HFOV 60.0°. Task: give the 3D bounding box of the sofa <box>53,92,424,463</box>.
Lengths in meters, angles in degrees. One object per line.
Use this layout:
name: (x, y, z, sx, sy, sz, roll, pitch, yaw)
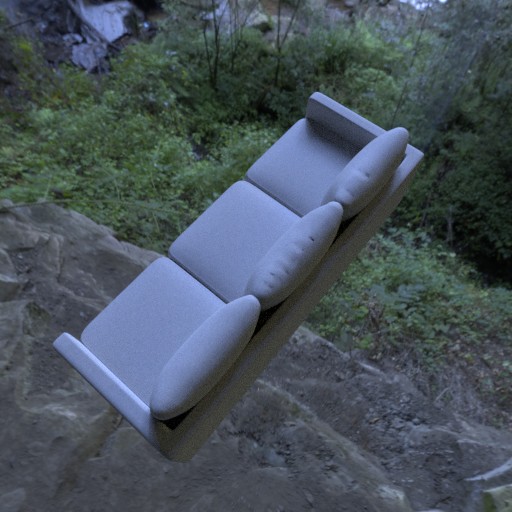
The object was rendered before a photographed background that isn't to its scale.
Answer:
sofa: (0.000, 0.000, 2.641, 0.859, 0.874, 2.218, 37, 70, 16)
